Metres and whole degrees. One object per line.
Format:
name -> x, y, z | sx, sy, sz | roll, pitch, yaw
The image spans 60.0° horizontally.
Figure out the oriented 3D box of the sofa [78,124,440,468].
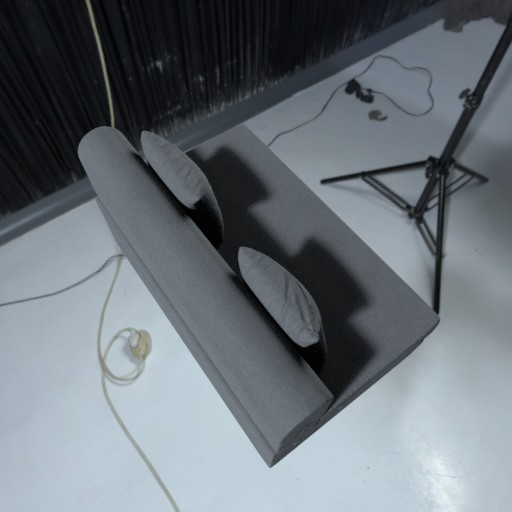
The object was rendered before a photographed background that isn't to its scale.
sofa -> 0.000, 0.000, 1.702 | 0.762, 0.670, 1.225 | -32, 64, -18
